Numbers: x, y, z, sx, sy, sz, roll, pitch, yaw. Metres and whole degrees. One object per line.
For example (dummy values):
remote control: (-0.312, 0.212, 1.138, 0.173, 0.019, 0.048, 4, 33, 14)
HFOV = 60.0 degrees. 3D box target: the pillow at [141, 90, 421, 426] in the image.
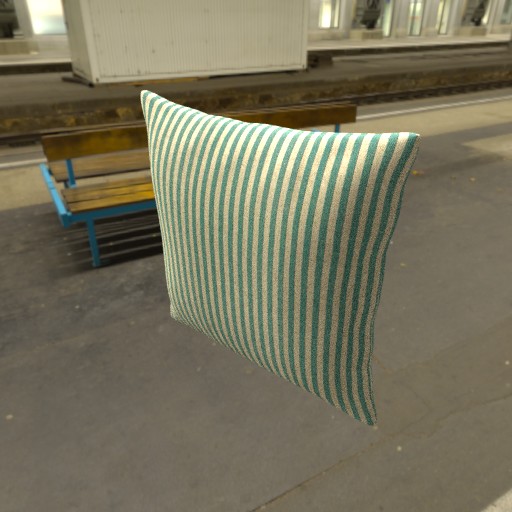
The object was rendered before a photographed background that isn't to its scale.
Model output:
pillow: (0.000, 0.000, 0.788, 0.523, 0.510, 0.166, 21, 35, 33)
